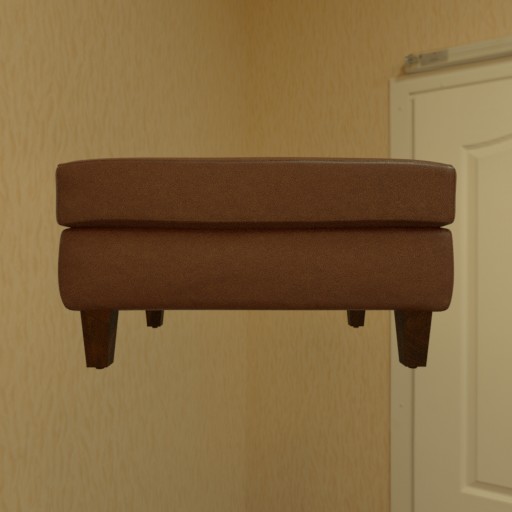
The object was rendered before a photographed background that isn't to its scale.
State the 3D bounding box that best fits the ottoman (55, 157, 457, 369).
[{"bbox_3d":[0.000,0.000,1.218,0.851,0.485,0.650,0,0,0],"label":"ottoman"}]
